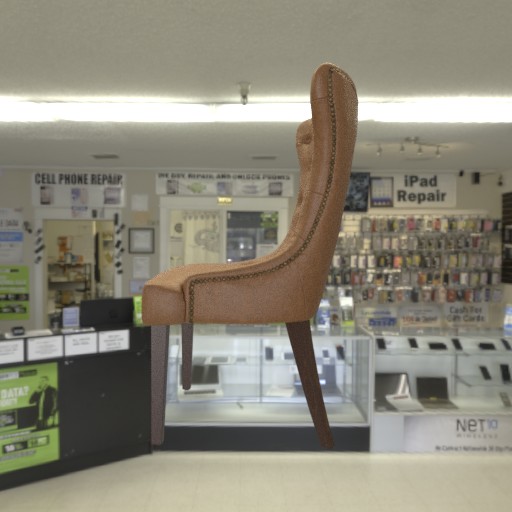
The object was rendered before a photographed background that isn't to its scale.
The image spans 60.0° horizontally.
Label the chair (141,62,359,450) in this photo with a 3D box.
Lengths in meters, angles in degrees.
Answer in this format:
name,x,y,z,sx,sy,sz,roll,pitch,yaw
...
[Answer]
name,x,y,z,sx,sy,sz,roll,pitch,yaw
chair,0.000,0.000,1.491,0.669,1.065,0.611,0,1,1
